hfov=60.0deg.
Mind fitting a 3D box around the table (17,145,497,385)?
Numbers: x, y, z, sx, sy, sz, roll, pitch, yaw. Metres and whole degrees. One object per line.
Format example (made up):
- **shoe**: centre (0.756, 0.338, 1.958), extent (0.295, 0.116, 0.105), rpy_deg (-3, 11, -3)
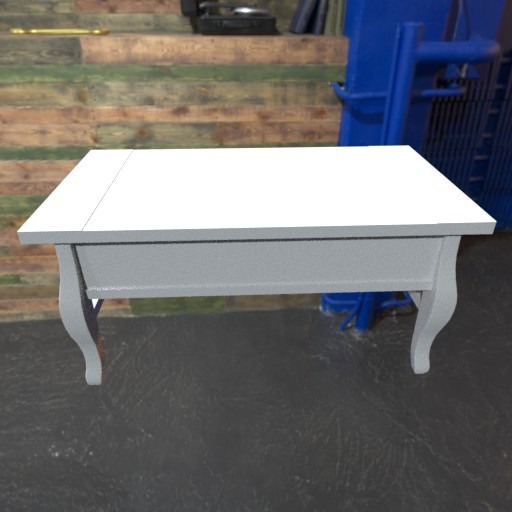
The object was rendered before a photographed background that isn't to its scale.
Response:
- **table**: centre (0.000, 0.000, 1.357), extent (1.062, 0.495, 0.600), rpy_deg (-1, 31, -2)
